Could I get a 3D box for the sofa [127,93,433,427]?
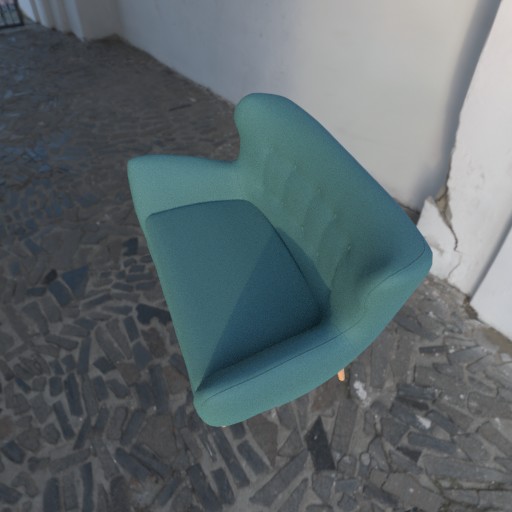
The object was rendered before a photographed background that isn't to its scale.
[{"bbox_3d":[0.000,0.000,1.981,0.889,0.889,1.397,-15,47,-15],"label":"sofa"}]
